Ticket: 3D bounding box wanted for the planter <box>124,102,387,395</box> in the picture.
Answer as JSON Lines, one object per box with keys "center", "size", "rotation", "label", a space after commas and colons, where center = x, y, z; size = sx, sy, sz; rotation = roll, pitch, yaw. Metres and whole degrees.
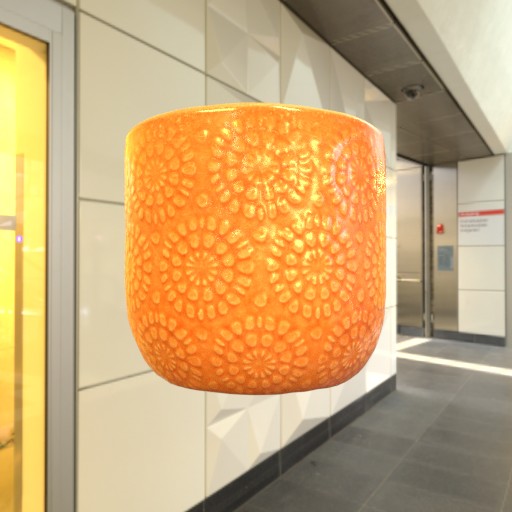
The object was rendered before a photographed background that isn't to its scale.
{"center": [0.000, 0.000, 0.292], "size": [0.170, 0.152, 0.170], "rotation": [0, -1, 0], "label": "planter"}
